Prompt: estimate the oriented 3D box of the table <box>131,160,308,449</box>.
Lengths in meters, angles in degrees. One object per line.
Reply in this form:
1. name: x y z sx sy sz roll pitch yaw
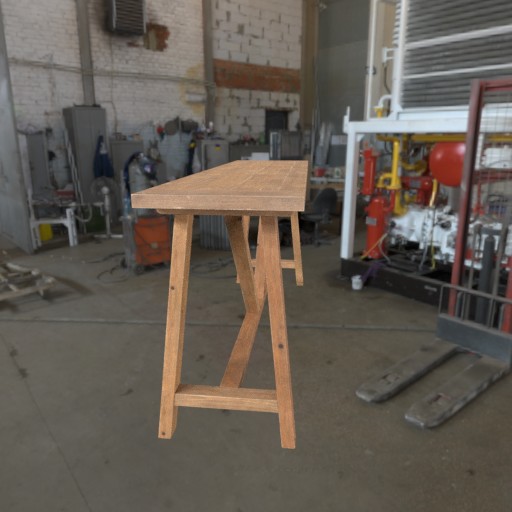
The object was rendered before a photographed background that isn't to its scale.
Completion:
1. table: 0.000 0.000 2.135 0.465 0.810 1.800 2 15 7
